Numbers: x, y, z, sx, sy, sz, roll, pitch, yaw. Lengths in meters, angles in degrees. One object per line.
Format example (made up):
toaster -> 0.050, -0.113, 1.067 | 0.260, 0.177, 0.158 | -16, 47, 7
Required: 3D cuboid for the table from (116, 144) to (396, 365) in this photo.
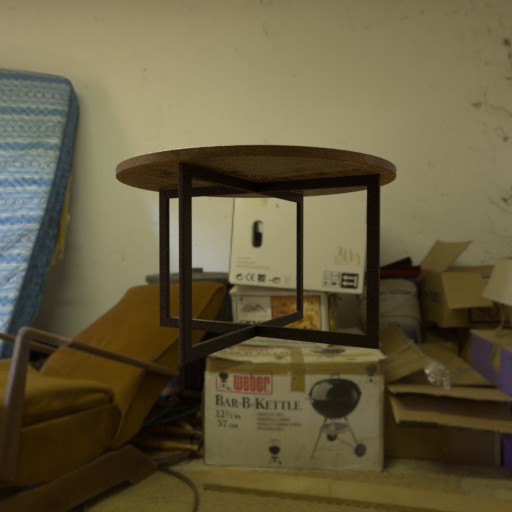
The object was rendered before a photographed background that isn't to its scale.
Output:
table -> 0.000, 0.000, 2.101 | 1.264, 0.762, 1.264 | 0, 1, 0
